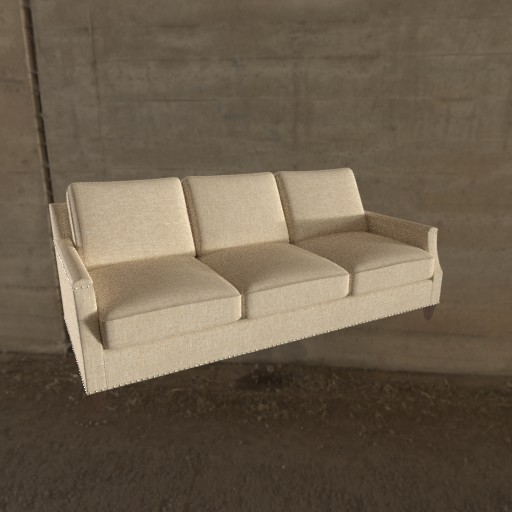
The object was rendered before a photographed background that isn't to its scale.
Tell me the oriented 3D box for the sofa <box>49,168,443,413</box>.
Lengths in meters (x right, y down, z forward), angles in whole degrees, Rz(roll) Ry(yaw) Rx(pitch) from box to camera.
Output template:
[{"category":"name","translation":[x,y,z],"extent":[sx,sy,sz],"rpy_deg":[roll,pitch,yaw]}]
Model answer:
[{"category":"sofa","translation":[0.000,0.000,2.753],"extent":[2.210,0.940,1.041],"rpy_deg":[-9,18,-27]}]
